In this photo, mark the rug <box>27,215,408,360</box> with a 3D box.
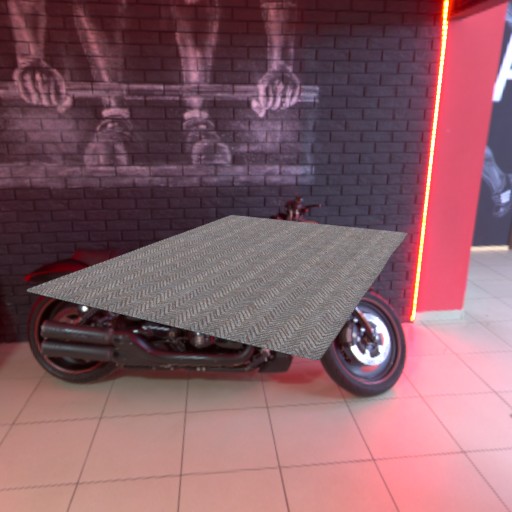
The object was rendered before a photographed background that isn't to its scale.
[{"bbox_3d":[0.000,0.000,5.250,2.894,0.011,3.957,8,19,25],"label":"rug"}]
